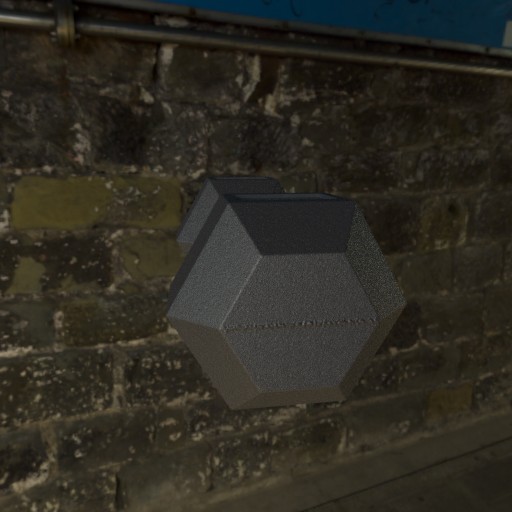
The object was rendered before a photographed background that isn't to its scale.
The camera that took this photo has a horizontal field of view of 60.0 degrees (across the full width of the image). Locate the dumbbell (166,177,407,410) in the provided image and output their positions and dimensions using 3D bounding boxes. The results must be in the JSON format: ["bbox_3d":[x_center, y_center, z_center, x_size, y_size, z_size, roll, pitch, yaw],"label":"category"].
[{"bbox_3d":[0.000,0.000,0.430,0.157,0.137,0.361,-2,13,-8],"label":"dumbbell"}]
